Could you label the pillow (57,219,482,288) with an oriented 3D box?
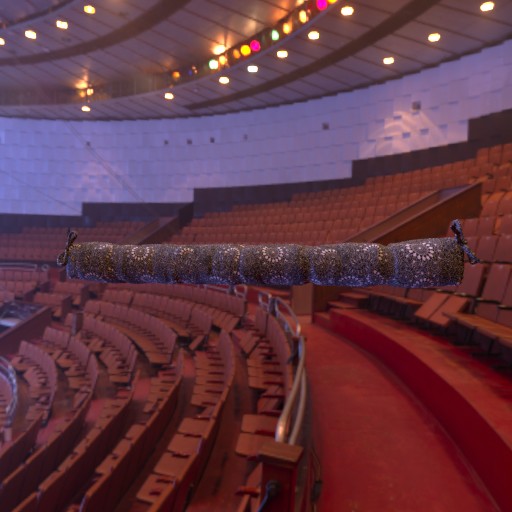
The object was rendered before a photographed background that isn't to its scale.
[{"bbox_3d":[0.000,0.000,1.367,1.194,0.174,0.511,0,-1,17],"label":"pillow"}]
